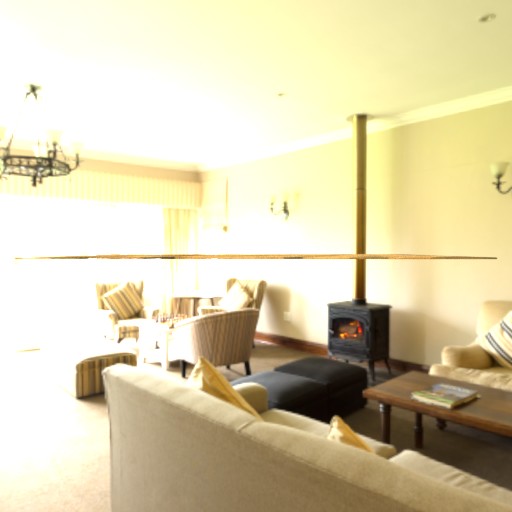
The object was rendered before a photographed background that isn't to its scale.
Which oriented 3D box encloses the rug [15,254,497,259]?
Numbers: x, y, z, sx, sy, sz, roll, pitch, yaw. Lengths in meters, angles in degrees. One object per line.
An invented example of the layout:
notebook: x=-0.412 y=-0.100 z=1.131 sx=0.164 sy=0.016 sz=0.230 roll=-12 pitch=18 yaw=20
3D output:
rug: x=0.000 y=0.000 z=2.969 sx=2.423 sy=0.008 sz=1.513 roll=0 pitch=1 yaw=0
